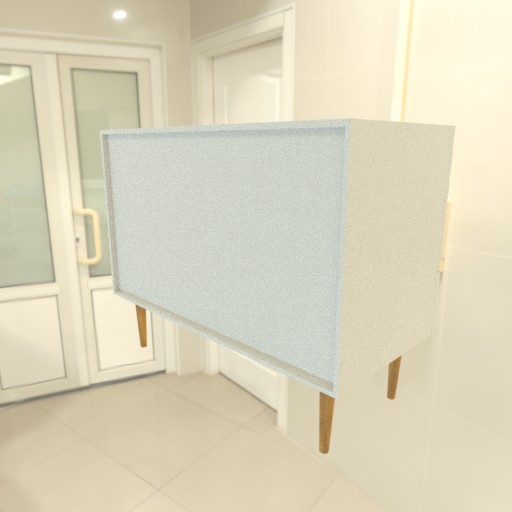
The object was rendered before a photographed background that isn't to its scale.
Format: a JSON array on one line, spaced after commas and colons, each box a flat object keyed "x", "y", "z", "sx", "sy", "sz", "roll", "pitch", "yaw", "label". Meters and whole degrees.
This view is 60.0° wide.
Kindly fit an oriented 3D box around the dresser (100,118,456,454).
[{"x": 0.000, "y": 0.000, "z": 1.302, "sx": 0.905, "sy": 0.721, "sz": 0.457, "roll": 14, "pitch": 20, "yaw": 43, "label": "dresser"}]
